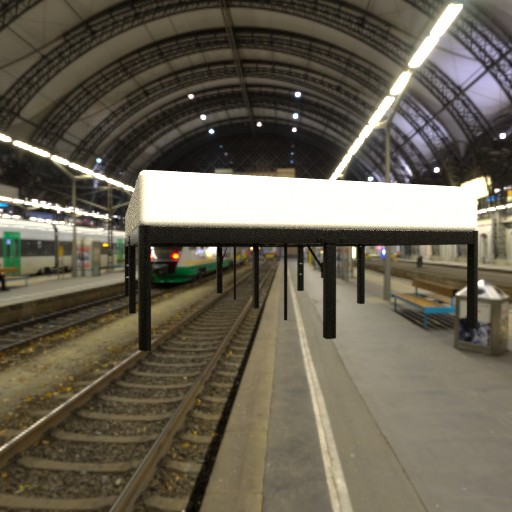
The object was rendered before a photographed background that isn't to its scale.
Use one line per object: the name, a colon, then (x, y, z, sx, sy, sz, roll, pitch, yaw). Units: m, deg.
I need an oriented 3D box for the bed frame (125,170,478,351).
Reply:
bed frame: (0.000, 0.000, 2.802, 1.557, 0.659, 2.072, 0, 1, -18)
